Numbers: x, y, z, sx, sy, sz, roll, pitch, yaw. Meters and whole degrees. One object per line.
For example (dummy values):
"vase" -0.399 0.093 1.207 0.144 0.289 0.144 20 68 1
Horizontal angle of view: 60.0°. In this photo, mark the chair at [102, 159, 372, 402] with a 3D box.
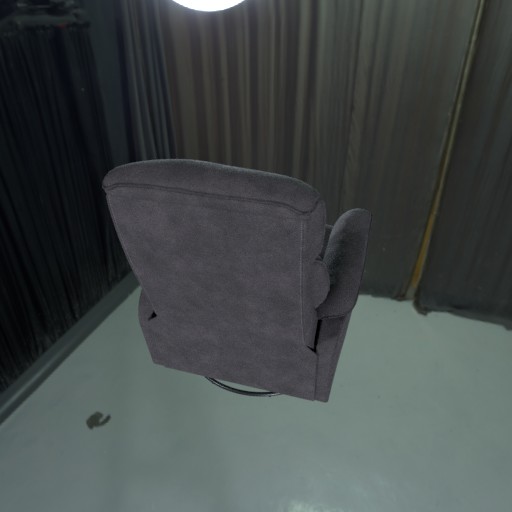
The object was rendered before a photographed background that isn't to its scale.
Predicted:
"chair" 0.000 0.000 1.731 0.830 1.035 1.009 9 33 14
